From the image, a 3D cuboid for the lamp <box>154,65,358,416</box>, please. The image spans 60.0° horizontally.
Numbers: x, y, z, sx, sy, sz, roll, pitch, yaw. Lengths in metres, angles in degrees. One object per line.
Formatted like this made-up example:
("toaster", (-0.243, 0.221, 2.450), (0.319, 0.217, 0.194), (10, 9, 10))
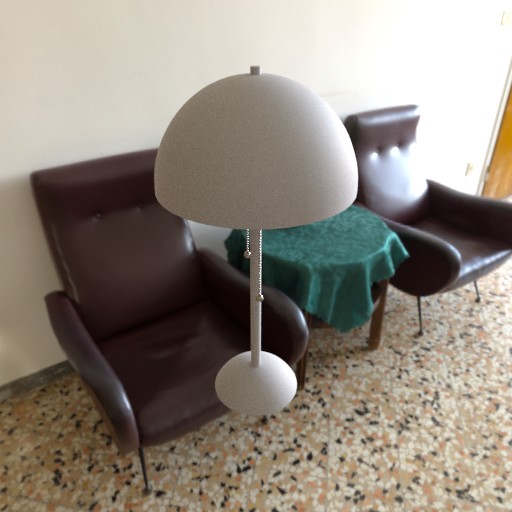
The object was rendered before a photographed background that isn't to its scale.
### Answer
("lamp", (0.000, 0.000, 0.417), (0.171, 0.330, 0.171), (0, 30, 0))
